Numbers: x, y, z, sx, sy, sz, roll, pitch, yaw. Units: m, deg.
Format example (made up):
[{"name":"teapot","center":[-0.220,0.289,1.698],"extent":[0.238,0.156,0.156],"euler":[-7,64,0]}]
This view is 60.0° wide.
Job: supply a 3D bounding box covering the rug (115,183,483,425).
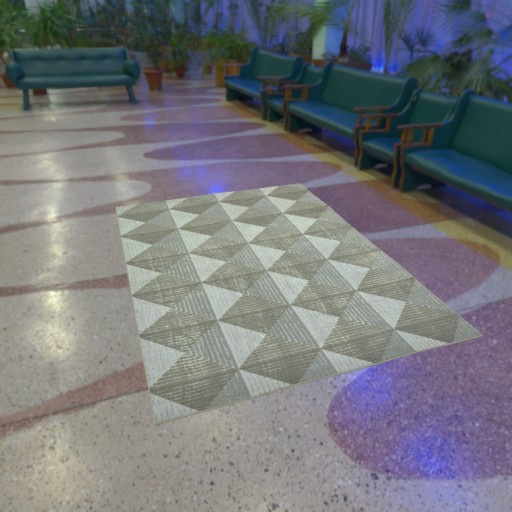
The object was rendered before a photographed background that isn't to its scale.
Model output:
[{"name":"rug","center":[0.000,0.000,4.314],"extent":[2.428,0.027,3.333],"euler":[-10,32,-17]}]
